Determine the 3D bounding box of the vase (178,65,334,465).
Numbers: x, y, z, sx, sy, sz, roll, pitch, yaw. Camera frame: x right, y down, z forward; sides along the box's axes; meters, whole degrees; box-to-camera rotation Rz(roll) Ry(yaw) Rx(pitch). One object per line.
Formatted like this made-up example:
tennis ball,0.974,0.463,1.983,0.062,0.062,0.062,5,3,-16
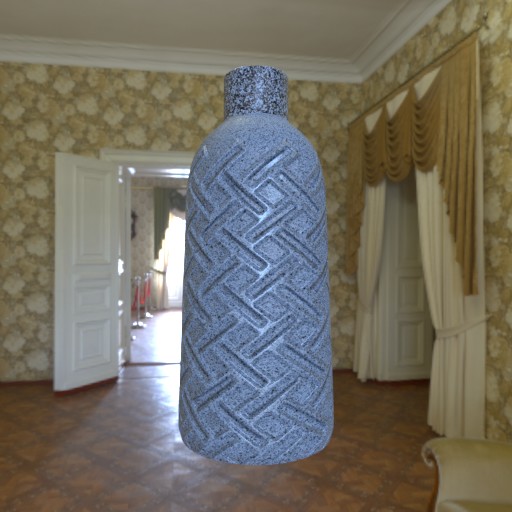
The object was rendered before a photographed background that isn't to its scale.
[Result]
vase,0.000,0.000,0.352,0.122,0.282,0.122,0,0,0
